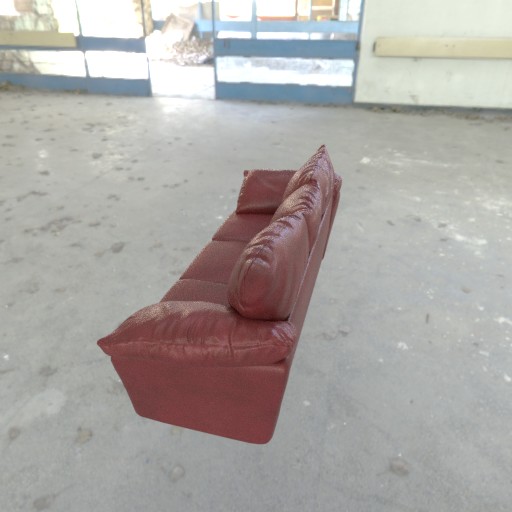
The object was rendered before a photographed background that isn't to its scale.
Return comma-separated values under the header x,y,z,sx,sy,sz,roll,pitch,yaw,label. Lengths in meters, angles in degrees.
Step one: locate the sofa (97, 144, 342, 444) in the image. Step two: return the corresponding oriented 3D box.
x,y,z,sx,sy,sz,roll,pitch,yaw,label
0.000,0.000,2.923,0.907,1.091,2.390,7,30,13,sofa
